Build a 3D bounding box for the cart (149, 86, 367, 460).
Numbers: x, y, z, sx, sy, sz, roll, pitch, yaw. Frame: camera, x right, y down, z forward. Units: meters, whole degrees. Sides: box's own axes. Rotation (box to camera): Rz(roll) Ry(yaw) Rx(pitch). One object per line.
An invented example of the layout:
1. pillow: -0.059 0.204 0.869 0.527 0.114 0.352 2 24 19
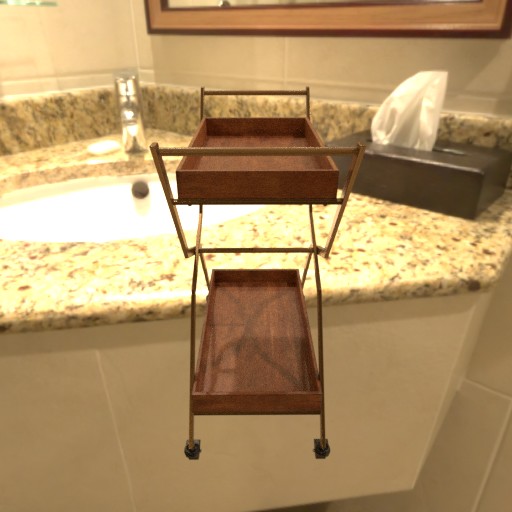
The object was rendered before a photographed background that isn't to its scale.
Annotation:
1. cart: 0.000 0.000 1.335 0.405 0.869 0.836 0 28 0
